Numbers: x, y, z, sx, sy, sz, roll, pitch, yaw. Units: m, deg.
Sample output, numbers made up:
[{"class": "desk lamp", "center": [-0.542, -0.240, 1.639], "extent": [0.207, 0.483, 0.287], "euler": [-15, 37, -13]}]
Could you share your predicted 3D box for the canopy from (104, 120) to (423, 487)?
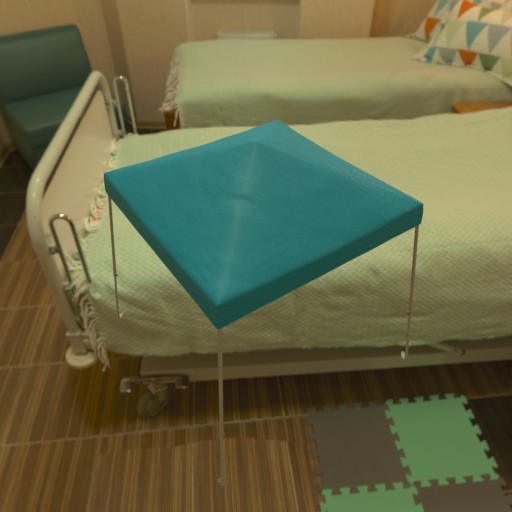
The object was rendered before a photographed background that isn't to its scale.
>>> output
[{"class": "canopy", "center": [0.000, 0.000, 6.459], "extent": [3.599, 3.600, 3.600], "euler": [-25, 47, -26]}]
